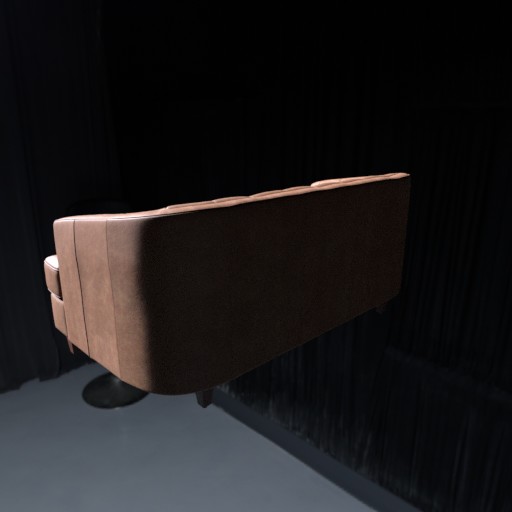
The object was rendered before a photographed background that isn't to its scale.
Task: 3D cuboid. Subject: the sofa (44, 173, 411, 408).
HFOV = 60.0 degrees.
[{"bbox_3d":[0.000,0.000,2.236,1.755,0.786,0.914,-16,23,-41],"label":"sofa"}]
